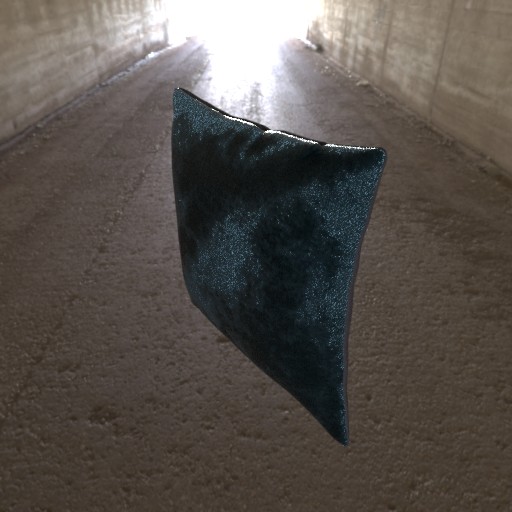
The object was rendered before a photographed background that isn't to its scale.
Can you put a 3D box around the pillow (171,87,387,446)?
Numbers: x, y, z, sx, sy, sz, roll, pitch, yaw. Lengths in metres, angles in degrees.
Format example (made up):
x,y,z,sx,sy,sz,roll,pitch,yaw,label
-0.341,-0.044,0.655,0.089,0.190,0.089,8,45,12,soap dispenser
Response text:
x,y,z,sx,sy,sz,roll,pitch,yaw,label
0.000,0.000,0.664,0.138,0.430,0.436,-22,38,-31,pillow
